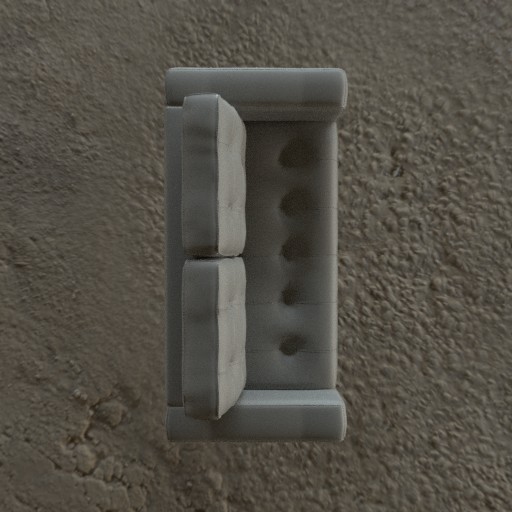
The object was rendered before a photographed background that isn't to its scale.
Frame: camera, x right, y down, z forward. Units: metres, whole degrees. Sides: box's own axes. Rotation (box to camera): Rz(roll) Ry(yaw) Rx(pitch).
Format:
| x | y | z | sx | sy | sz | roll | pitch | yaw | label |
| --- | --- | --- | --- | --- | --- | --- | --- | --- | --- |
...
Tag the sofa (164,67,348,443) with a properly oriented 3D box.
| x | y | z | sx | sy | sz | roll | pitch | yaw | label |
| --- | --- | --- | --- | --- | --- | --- | --- | --- | --- |
| 0.000 | 0.000 | 2.184 | 0.833 | 0.893 | 1.726 | 0 | 91 | -1 | sofa |
